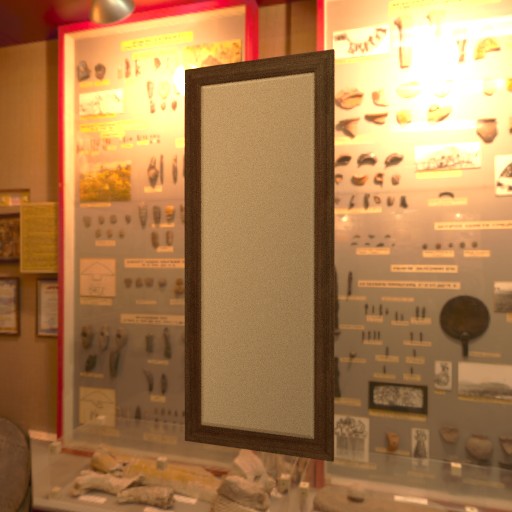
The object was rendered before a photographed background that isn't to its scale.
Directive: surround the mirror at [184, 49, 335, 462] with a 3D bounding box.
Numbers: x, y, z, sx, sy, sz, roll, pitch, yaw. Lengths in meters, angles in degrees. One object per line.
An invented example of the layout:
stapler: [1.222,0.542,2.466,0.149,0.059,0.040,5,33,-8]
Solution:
mirror: [0.000,0.000,2.316,0.812,2.032,0.025,0,1,18]
